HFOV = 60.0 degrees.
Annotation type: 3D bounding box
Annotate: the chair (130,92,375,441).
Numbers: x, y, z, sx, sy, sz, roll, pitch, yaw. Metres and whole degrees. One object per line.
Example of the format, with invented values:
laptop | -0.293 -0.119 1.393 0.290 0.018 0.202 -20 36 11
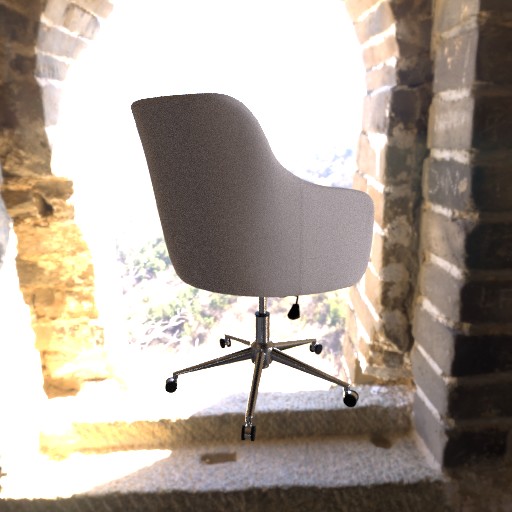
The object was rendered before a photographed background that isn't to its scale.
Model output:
chair | 0.000 0.000 1.261 0.602 0.819 0.647 13 19 43
